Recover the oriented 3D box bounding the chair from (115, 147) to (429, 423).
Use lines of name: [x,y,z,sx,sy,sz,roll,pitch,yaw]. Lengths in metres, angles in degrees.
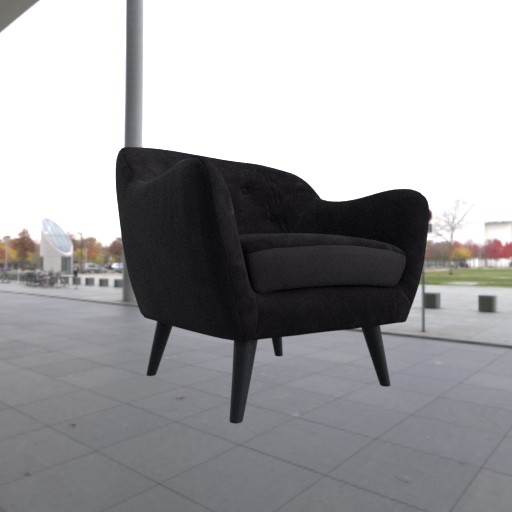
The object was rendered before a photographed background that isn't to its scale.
chair: [0.000,0.000,1.484,0.840,0.807,0.819,1,-1,-35]
